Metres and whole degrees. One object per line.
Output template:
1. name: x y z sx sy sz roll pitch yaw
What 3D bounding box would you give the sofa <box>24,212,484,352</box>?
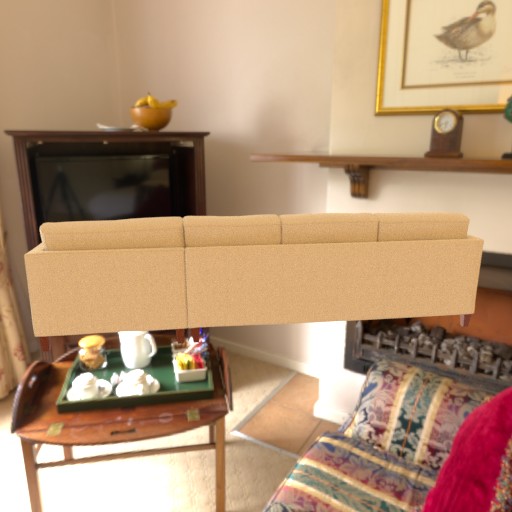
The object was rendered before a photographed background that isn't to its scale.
1. sofa: 0.000 0.000 4.087 3.471 0.954 1.599 -2 15 -8
